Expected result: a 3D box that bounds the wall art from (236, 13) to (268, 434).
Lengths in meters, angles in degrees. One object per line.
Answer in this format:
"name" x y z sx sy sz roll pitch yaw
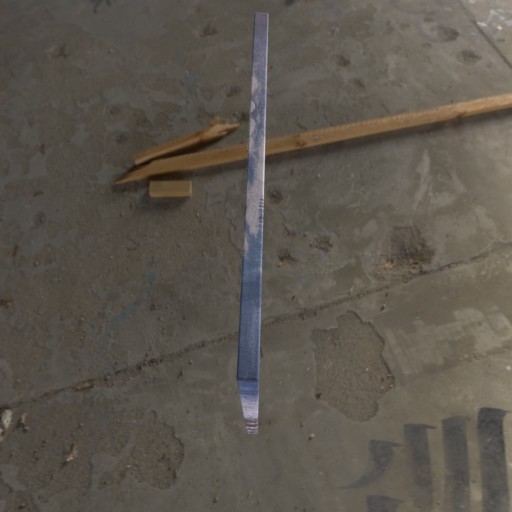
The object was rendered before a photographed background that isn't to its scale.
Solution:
"wall art" 0.000 0.000 1.289 0.035 0.897 0.888 2 63 1
